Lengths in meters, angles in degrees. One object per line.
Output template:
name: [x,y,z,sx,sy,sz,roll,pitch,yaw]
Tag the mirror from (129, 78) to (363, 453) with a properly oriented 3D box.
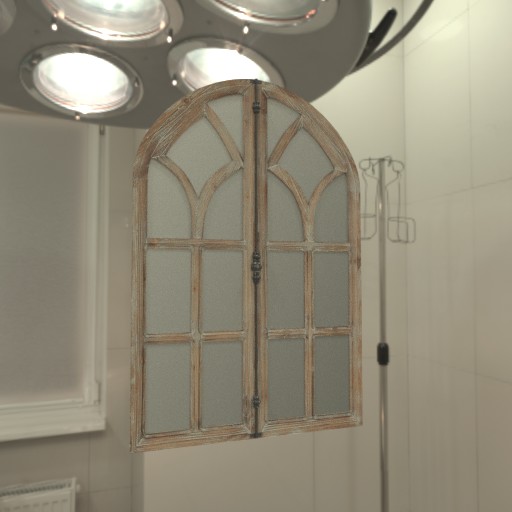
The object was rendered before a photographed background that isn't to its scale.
mirror: [0.000,0.000,1.129,0.609,0.915,0.032,1,-2,-18]
